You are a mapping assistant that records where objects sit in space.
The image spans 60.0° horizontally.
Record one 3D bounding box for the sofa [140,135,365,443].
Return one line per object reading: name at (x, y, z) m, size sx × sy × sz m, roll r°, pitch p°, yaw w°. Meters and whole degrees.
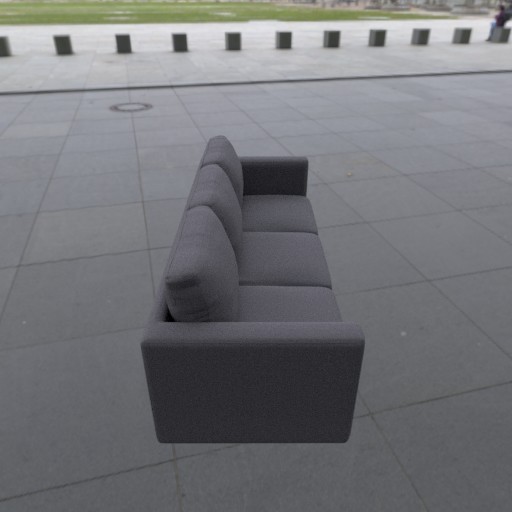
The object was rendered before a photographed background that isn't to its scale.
sofa at (0.000, 0.000, 2.497) m, size 0.802 × 0.912 × 2.029 m, roll 0°, pitch 31°, yaw 0°
